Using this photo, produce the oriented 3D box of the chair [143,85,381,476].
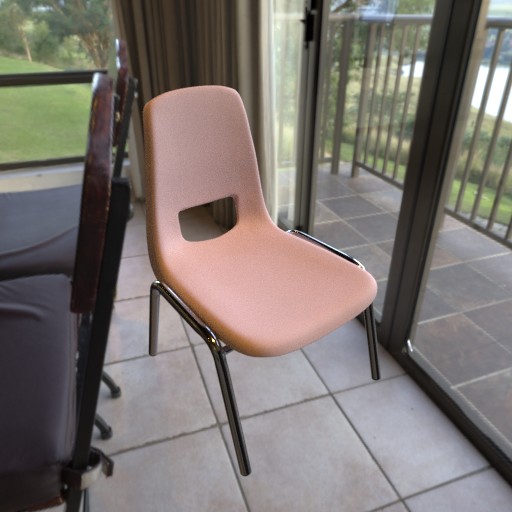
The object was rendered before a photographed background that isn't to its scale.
[{"bbox_3d":[0.000,0.000,0.807,0.354,0.536,0.385,-22,36,-33],"label":"chair"}]
